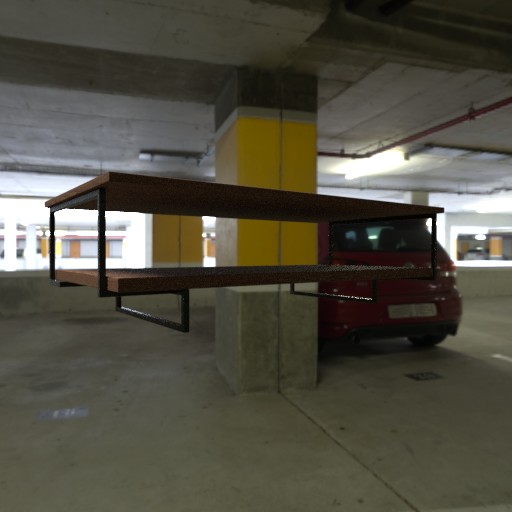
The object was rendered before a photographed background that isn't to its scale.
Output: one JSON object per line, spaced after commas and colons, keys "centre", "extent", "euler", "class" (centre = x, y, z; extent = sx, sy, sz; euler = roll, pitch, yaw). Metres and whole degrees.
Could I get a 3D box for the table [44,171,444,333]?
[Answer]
{"centre": [0.000, 0.000, 1.503], "extent": [1.197, 0.347, 0.651], "euler": [0, 0, -36], "class": "table"}
